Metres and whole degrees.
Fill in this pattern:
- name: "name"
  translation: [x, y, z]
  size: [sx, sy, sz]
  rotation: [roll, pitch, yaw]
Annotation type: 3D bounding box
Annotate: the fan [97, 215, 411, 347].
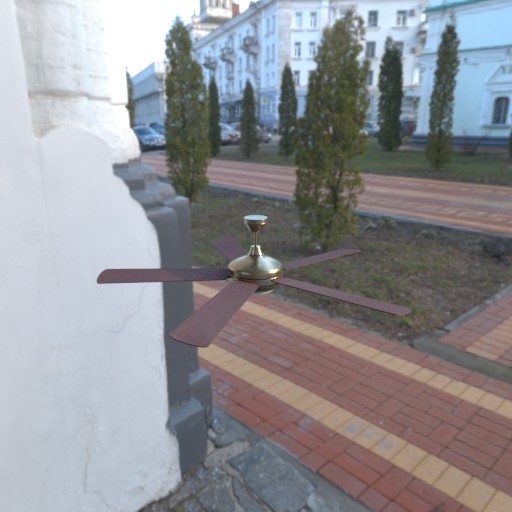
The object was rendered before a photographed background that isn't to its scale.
- name: "fan"
  translation: [0.000, 0.000, 2.004]
  size: [1.321, 0.356, 1.321]
  rotation: [-8, 19, -26]
